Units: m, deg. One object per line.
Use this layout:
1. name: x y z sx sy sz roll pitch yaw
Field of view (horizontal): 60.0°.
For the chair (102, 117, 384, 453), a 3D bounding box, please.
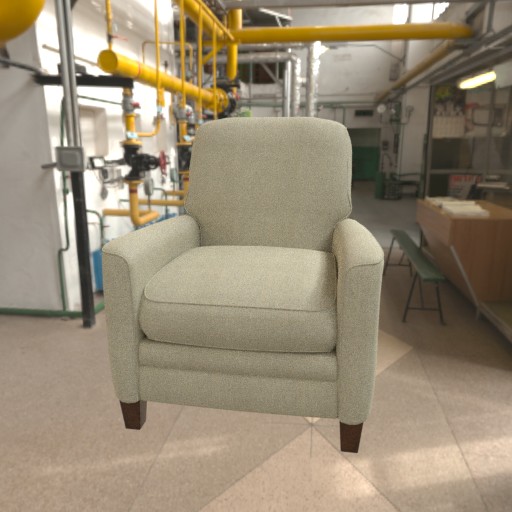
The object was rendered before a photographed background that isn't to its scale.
1. chair: 0.000 0.000 1.626 0.850 1.006 0.853 2 15 9
